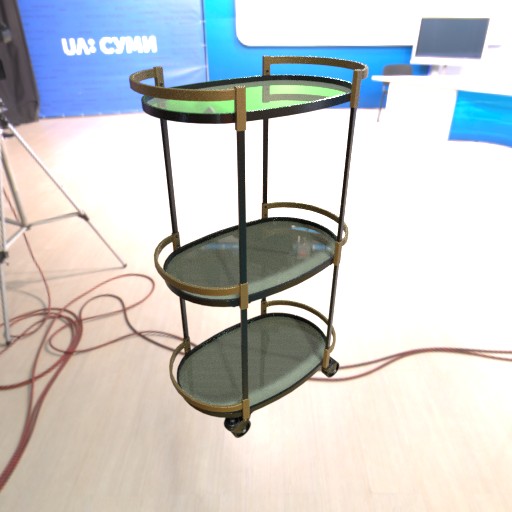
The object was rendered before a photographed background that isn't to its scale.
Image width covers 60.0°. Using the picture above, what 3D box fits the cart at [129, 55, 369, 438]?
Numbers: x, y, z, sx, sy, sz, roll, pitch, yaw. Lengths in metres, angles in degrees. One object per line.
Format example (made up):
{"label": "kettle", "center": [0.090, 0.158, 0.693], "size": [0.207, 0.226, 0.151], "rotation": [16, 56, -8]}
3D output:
{"label": "cart", "center": [0.000, 0.000, 1.124], "size": [0.515, 0.885, 0.311], "rotation": [-22, 37, -32]}
